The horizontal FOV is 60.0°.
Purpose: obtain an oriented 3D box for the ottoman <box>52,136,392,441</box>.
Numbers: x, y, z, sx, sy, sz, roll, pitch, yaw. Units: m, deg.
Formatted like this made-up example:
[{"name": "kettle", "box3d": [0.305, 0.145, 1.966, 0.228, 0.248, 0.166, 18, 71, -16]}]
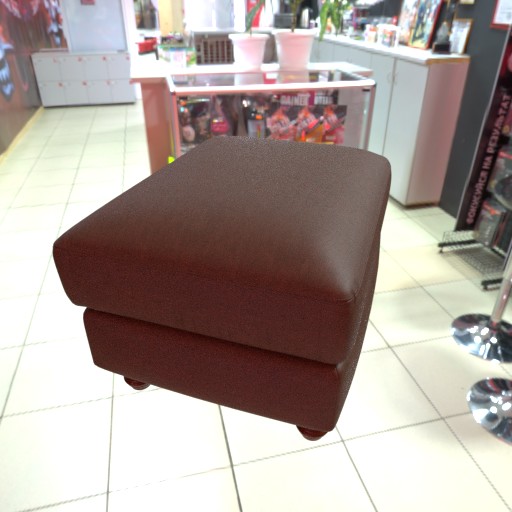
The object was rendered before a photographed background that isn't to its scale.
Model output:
[{"name": "ottoman", "box3d": [0.000, 0.000, 1.194, 0.635, 0.508, 0.787, 10, 32, 16]}]
